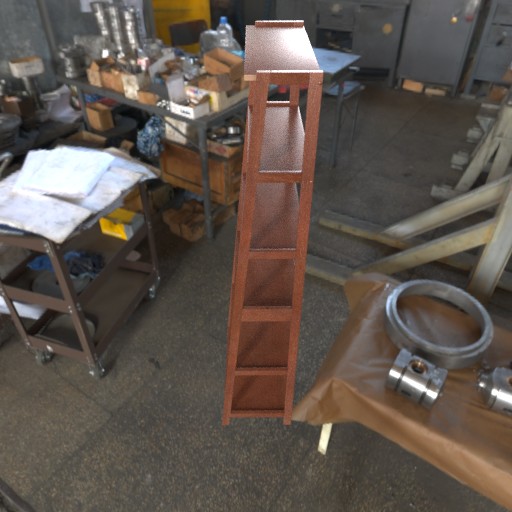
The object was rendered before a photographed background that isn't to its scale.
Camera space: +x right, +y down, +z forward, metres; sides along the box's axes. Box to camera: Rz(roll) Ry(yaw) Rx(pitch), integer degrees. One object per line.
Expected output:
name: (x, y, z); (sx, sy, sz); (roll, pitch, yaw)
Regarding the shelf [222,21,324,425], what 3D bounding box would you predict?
shelf: (0.000, 0.000, 2.117); (0.382, 1.892, 0.660); (0, 39, 0)
